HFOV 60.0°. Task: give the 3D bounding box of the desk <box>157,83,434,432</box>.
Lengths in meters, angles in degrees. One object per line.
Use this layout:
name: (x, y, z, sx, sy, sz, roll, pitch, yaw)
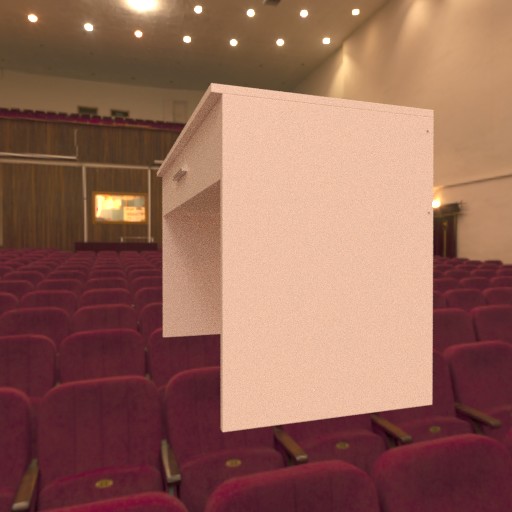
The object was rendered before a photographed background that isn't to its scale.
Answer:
desk: (0.000, 0.000, 1.532, 0.560, 0.730, 1.100, 0, 1, -18)
